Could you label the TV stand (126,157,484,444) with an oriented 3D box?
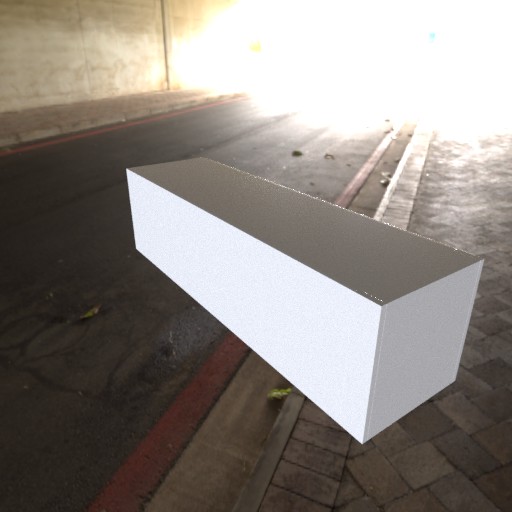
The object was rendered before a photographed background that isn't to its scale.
[{"bbox_3d":[0.000,0.000,1.708,0.410,0.440,1.500,-17,30,-32],"label":"TV stand"}]
